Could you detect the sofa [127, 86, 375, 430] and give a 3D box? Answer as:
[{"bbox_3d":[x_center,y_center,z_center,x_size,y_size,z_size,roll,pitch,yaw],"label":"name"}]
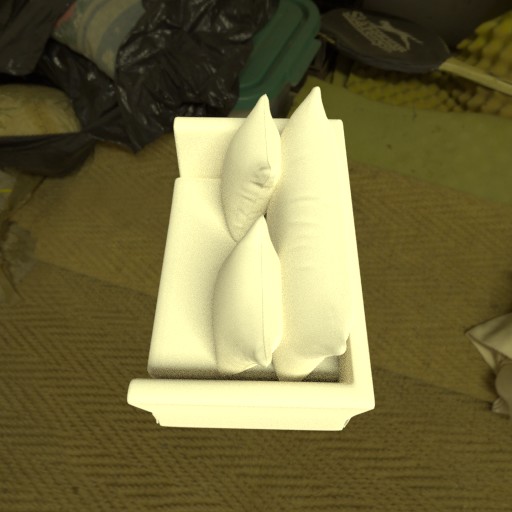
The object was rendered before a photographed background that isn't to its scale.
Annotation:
[{"bbox_3d":[0.000,0.000,2.302,1.026,1.039,1.608,1,58,1],"label":"sofa"}]
